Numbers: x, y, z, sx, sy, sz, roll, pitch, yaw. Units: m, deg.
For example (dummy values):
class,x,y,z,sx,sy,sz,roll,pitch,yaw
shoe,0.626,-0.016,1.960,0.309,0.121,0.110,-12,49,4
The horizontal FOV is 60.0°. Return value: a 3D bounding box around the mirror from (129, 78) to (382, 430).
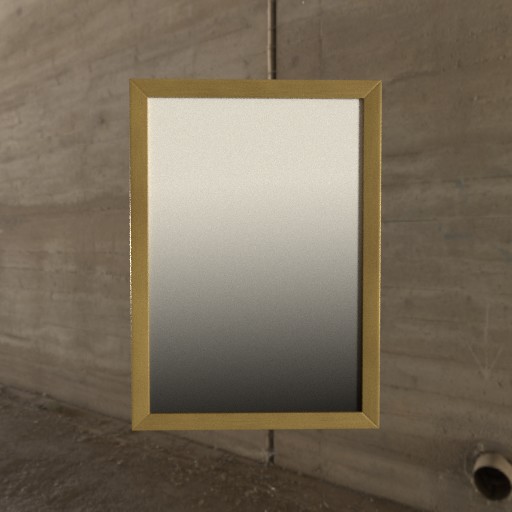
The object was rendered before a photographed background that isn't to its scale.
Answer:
class,x,y,z,sx,sy,sz,roll,pitch,yaw
mirror,0.000,0.000,0.918,0.507,0.710,0.040,0,1,-1
